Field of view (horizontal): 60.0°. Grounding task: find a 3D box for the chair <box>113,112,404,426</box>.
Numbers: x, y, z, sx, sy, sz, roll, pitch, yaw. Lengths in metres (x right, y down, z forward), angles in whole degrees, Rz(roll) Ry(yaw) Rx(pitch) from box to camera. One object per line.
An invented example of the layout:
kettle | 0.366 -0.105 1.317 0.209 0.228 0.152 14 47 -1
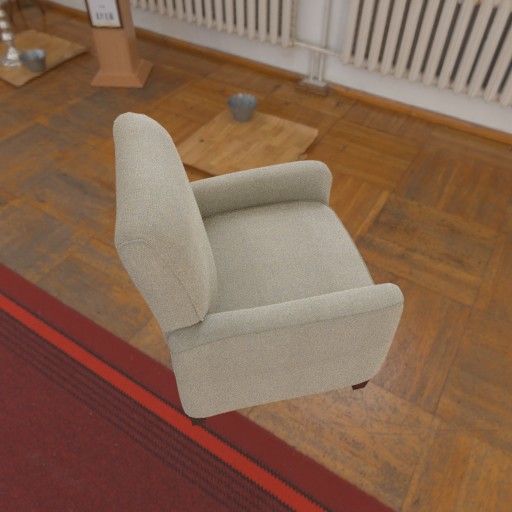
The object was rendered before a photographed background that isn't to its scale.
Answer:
chair | 0.000 0.000 1.672 0.853 1.006 0.850 -10 47 -9
